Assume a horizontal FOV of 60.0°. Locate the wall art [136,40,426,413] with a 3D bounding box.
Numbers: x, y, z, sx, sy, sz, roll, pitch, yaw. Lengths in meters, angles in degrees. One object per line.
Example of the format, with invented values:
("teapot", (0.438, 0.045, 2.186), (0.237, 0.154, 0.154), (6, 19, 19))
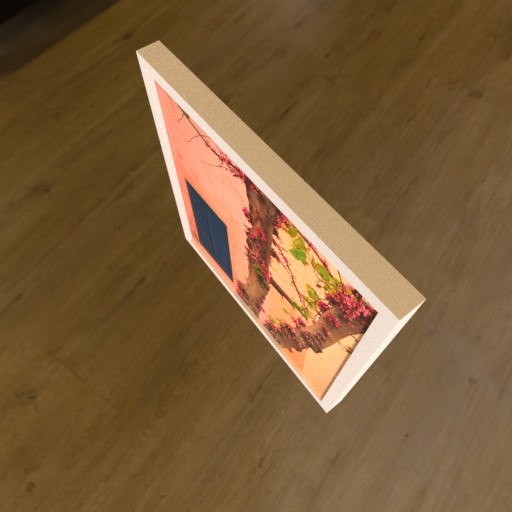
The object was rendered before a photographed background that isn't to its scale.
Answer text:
("wall art", (0.000, 0.000, 0.755), (0.038, 0.508, 0.507), (-34, 66, -17))
